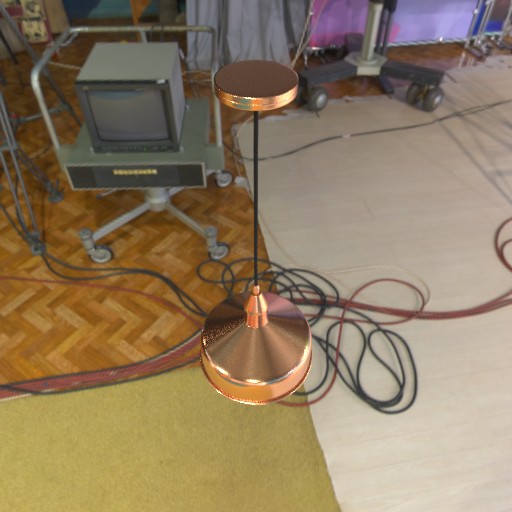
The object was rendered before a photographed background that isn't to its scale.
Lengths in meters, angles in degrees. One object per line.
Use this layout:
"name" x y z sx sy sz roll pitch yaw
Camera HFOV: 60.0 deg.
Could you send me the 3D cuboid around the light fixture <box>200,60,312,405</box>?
"light fixture" 0.000 0.000 0.916 0.301 0.754 0.301 32 55 27
